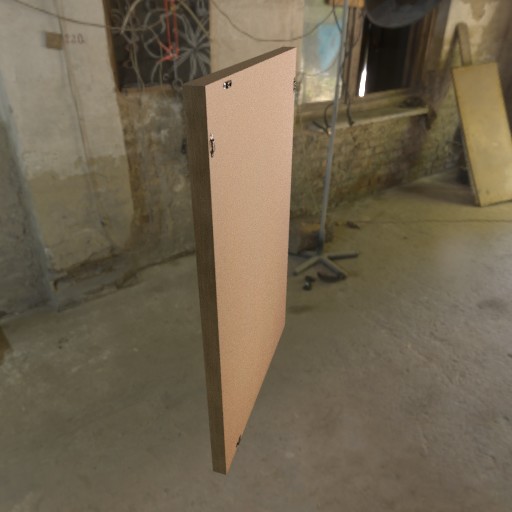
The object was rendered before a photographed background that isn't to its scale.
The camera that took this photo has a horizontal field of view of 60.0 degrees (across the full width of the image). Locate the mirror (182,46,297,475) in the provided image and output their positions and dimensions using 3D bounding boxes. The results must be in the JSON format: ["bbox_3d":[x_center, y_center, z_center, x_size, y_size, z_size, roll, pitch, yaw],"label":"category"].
[{"bbox_3d":[0.000,0.000,1.126,0.041,0.915,0.609,9,31,15],"label":"mirror"}]
